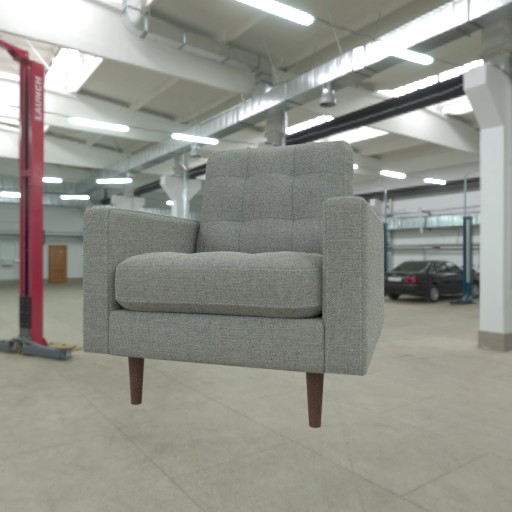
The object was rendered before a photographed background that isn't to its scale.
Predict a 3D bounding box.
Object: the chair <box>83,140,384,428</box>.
[{"bbox_3d":[0.000,0.000,1.540,0.821,0.880,0.843,0,0,19],"label":"chair"}]
